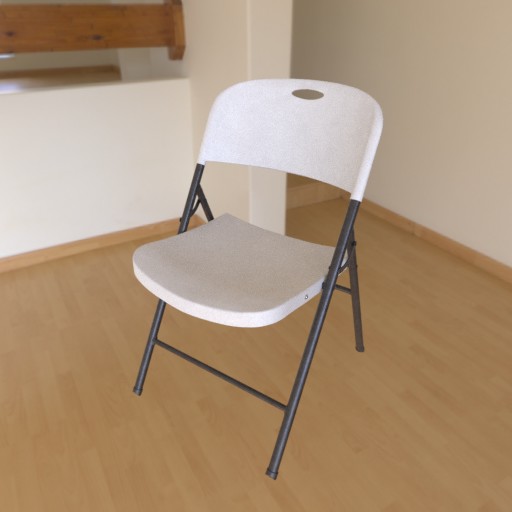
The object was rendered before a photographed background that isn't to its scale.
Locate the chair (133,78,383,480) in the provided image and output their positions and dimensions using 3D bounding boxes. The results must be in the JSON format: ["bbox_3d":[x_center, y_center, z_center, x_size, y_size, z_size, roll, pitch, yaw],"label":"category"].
[{"bbox_3d":[0.000,0.000,1.170,0.494,0.810,0.566,19,35,29],"label":"chair"}]
